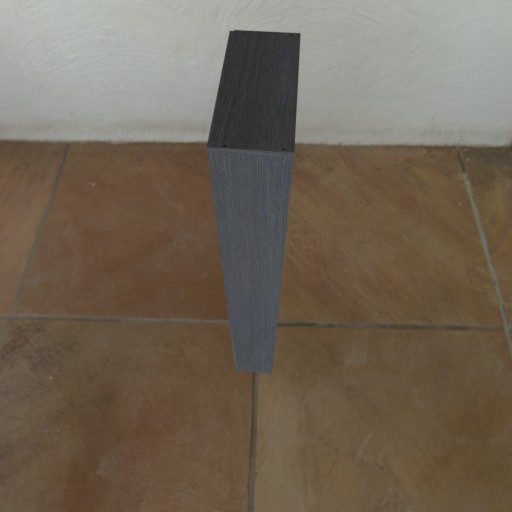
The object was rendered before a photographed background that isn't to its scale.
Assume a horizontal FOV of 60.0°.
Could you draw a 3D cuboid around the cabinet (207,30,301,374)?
[{"bbox_3d":[0.000,0.000,1.978,0.230,1.790,0.500,4,58,3],"label":"cabinet"}]
